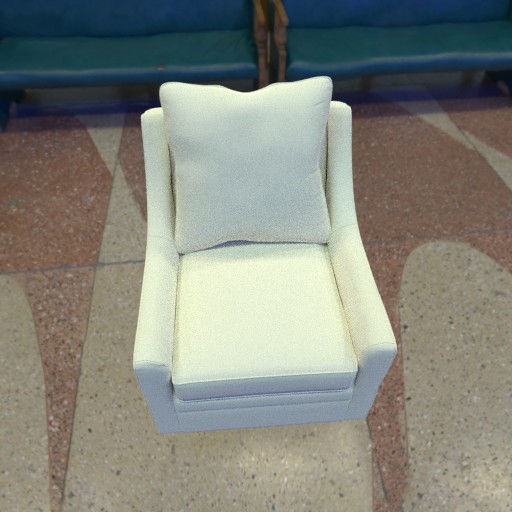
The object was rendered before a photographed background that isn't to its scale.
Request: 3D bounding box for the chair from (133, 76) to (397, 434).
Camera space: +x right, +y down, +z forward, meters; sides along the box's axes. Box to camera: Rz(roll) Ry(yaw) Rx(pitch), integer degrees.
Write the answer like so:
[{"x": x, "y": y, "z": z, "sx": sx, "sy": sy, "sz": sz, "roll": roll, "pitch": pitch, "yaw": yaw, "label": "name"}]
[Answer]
[{"x": 0.000, "y": 0.000, "z": 1.557, "sx": 0.756, "sy": 0.965, "sz": 0.876, "roll": -3, "pitch": 47, "yaw": -3, "label": "chair"}]
